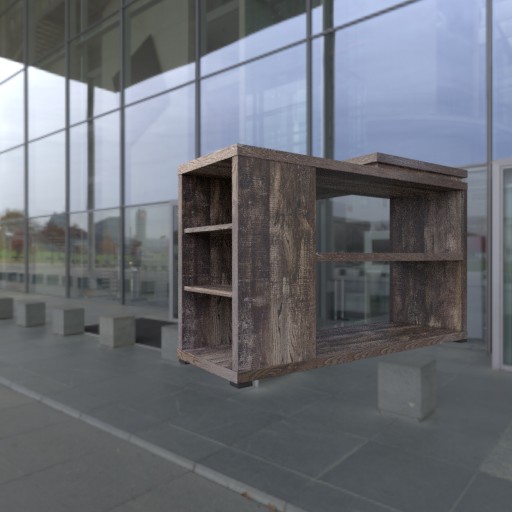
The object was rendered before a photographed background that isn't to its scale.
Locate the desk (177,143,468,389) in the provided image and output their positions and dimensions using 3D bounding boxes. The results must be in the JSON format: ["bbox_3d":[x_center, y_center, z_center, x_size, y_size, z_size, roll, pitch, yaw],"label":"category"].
[{"bbox_3d":[0.000,0.000,2.225,1.200,0.753,1.524,0,0,-35],"label":"desk"}]
